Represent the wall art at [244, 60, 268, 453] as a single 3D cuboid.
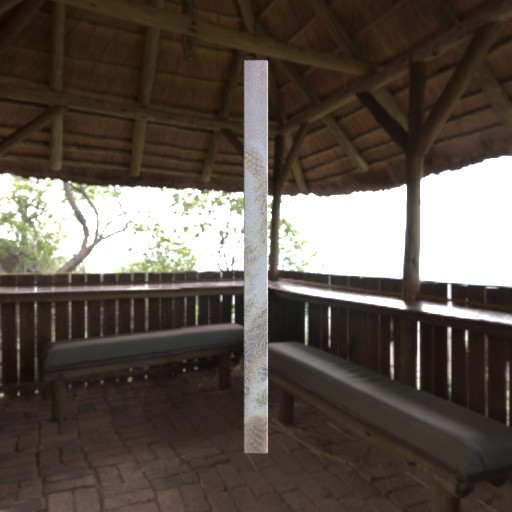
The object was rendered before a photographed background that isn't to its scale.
[{"bbox_3d":[0.000,0.000,1.142,0.040,0.608,0.916,0,0,0],"label":"wall art"}]
